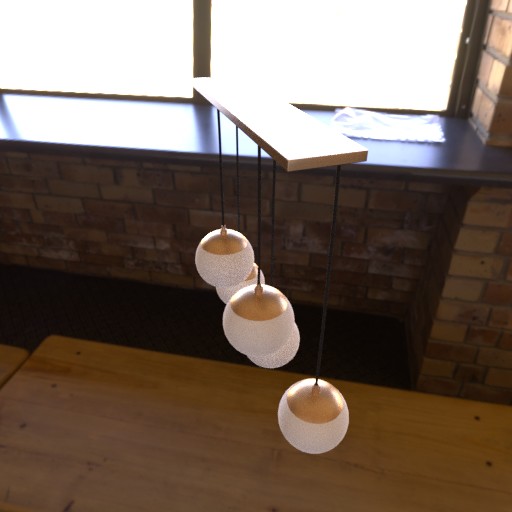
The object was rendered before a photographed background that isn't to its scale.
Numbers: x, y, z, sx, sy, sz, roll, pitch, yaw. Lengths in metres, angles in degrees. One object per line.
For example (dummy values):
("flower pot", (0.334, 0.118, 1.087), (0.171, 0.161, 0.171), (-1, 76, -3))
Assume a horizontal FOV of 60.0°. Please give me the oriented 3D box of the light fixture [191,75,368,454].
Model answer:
("light fixture", (0.000, 0.000, 1.310), (0.299, 0.869, 0.863), (-11, 34, -16))
